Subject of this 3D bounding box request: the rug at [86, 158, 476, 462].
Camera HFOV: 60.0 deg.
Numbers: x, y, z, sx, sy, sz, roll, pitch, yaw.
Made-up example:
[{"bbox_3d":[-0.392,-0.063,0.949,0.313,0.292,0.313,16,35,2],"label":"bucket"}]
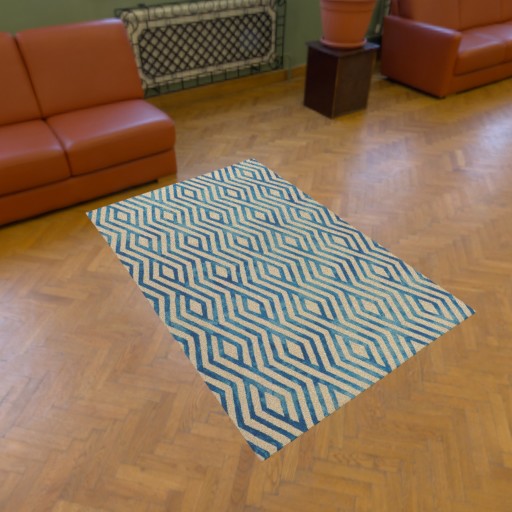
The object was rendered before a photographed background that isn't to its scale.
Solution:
[{"bbox_3d":[0.000,0.000,2.360,1.225,0.008,1.830,-24,46,-26],"label":"rug"}]
